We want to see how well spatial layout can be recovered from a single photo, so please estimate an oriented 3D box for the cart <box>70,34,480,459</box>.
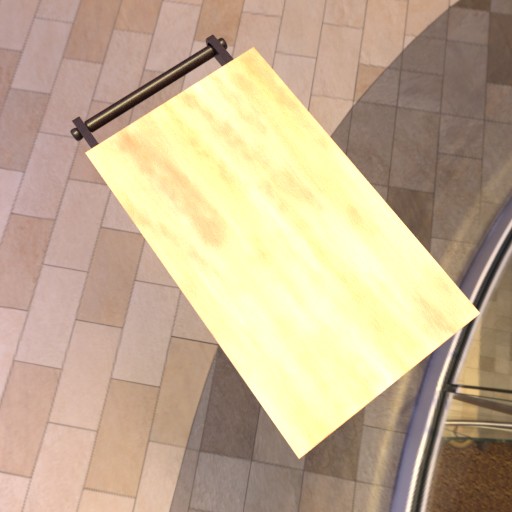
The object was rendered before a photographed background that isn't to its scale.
[{"bbox_3d":[0.000,0.000,1.390,0.472,0.878,0.914,-35,79,-8],"label":"cart"}]
